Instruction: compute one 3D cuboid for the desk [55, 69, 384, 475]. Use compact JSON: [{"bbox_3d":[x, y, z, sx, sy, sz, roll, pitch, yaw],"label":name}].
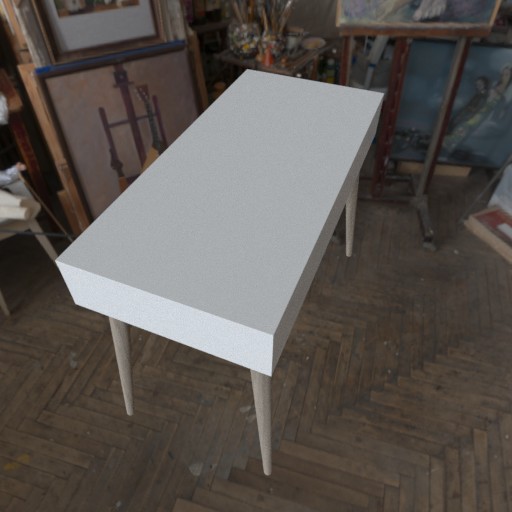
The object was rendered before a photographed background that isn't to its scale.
[{"bbox_3d":[0.000,0.000,1.402,0.491,0.723,0.979,17,48,15],"label":"desk"}]
